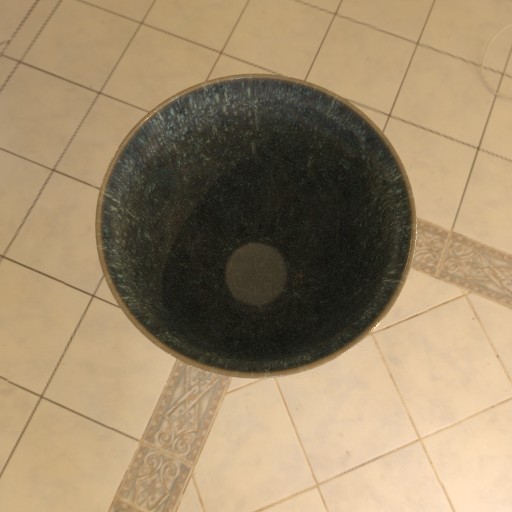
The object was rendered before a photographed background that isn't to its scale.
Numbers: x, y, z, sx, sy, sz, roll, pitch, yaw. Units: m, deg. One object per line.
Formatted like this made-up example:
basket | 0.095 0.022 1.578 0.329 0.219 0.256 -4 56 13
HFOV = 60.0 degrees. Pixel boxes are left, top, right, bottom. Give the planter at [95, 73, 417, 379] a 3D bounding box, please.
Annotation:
planter | 0.000 0.000 0.372 0.195 0.214 0.195 0 76 0
